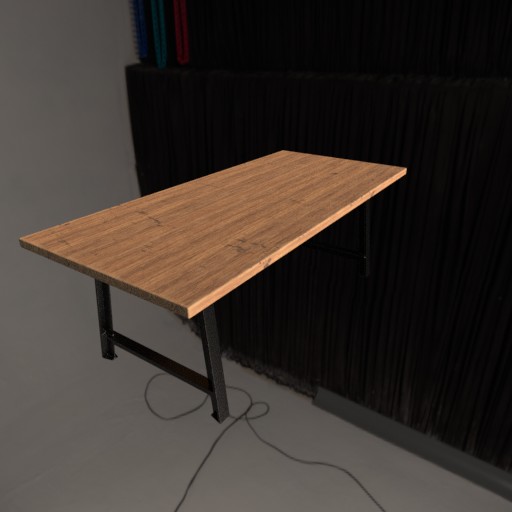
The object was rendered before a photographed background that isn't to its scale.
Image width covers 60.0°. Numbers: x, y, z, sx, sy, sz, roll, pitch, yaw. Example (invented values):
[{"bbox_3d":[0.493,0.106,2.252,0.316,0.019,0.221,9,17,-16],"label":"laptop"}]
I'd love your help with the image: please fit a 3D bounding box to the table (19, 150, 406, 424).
[{"bbox_3d":[0.000,0.000,2.655,1.000,0.757,2.200,17,30,31],"label":"table"}]
